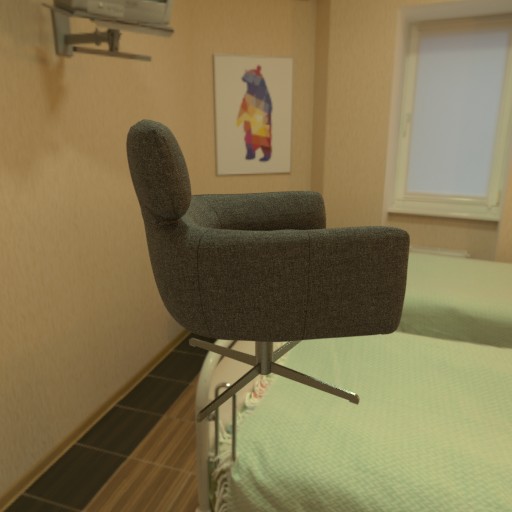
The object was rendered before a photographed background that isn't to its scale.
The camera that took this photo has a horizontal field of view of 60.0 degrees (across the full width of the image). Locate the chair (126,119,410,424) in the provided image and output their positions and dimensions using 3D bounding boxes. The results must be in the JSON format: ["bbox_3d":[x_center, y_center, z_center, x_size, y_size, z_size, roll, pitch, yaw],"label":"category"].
[{"bbox_3d":[0.000,0.000,1.380,0.715,0.812,0.706,-3,17,-10],"label":"chair"}]
